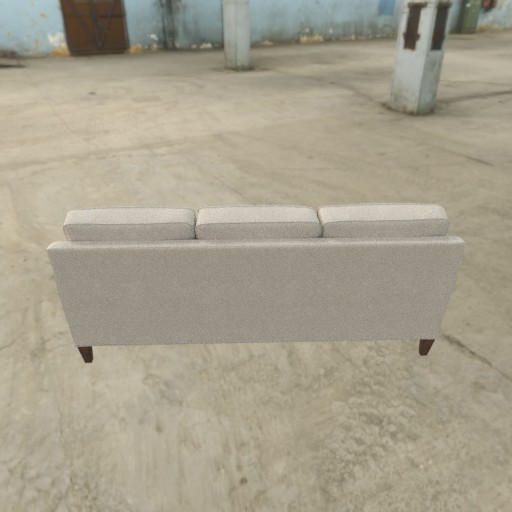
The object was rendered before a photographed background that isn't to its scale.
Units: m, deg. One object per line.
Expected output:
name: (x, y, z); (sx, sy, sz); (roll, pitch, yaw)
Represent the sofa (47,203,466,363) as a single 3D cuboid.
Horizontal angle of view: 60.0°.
sofa: (0.000, 0.000, 2.900); (2.246, 1.003, 1.084); (-1, 29, -2)
